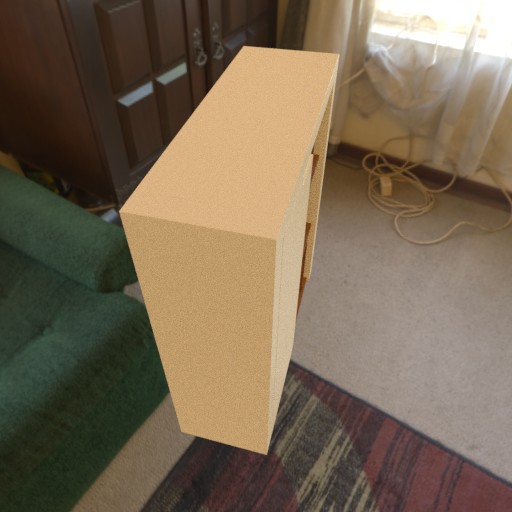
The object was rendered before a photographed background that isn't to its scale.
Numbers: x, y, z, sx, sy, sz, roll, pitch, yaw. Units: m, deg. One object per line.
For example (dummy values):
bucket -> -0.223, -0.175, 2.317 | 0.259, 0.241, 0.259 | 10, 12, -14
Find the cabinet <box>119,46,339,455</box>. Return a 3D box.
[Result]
cabinet -> 0.000, 0.000, 1.667 | 0.348, 1.150, 0.990 | 11, 46, 10
